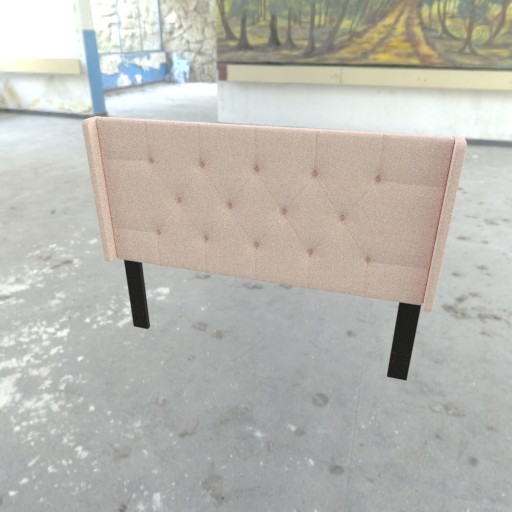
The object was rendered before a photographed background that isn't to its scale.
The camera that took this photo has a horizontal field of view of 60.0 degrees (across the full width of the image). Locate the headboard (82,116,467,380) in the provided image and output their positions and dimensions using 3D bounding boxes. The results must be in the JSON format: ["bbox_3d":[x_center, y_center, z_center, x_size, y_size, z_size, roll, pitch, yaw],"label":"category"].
[{"bbox_3d":[0.000,0.000,2.680,2.051,1.524,0.184,8,27,16],"label":"headboard"}]
